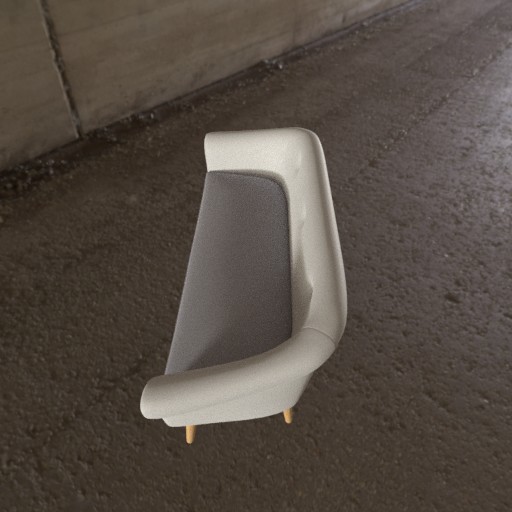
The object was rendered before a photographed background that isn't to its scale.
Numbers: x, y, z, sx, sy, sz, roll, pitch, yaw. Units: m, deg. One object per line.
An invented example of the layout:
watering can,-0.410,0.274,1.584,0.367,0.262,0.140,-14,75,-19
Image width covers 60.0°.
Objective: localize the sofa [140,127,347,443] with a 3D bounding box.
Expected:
sofa,0.000,0.000,2.523,0.827,0.795,2.160,1,42,1
